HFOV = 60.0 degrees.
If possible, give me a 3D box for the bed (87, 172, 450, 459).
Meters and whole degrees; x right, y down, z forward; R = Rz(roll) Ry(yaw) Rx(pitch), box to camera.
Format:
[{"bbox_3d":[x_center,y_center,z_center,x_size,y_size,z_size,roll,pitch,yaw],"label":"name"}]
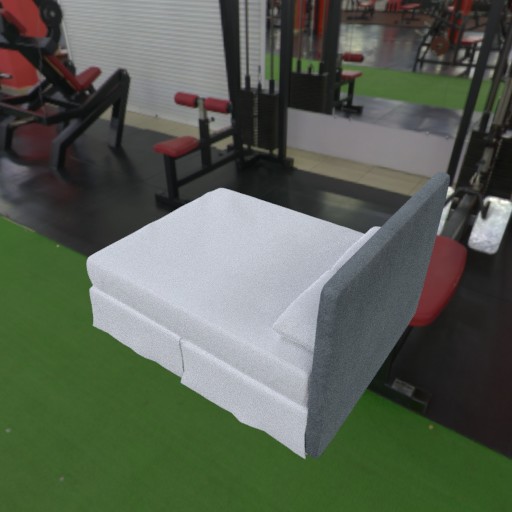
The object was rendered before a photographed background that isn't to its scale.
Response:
[{"bbox_3d":[0.000,0.000,3.342,2.142,1.330,1.713,22,39,30],"label":"bed"}]
